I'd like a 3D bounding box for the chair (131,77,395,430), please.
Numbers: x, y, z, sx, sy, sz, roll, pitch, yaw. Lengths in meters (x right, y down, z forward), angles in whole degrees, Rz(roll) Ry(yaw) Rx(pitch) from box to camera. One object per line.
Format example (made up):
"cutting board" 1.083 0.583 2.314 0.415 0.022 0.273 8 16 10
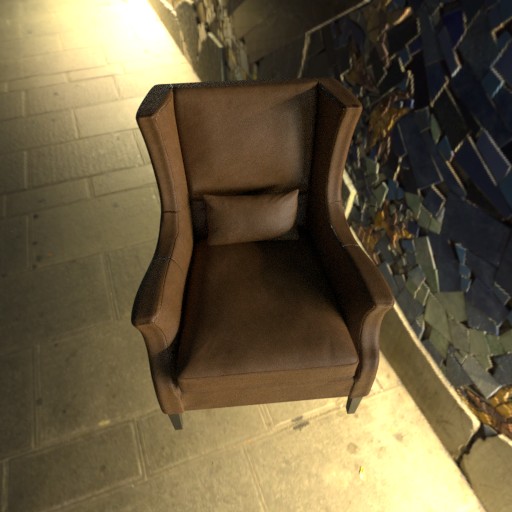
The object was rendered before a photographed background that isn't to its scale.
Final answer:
"chair" 0.000 0.000 1.690 0.852 1.016 0.925 -4 46 -4
